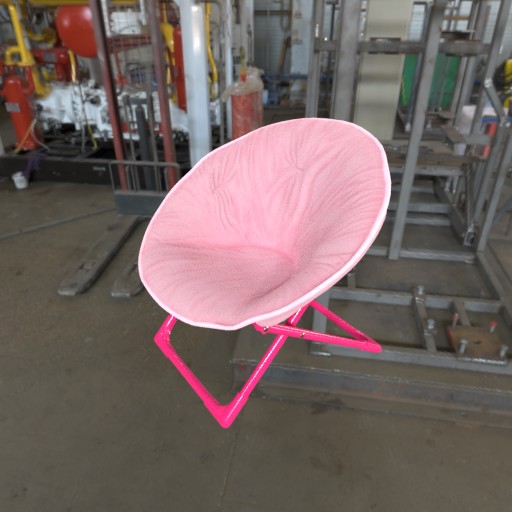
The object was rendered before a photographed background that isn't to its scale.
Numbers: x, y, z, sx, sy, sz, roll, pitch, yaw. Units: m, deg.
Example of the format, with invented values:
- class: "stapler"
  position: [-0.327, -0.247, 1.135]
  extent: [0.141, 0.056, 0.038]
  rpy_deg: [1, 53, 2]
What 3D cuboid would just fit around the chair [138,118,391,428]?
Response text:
- class: "chair"
  position: [0.000, 0.000, 0.925]
  extent: [0.459, 0.494, 0.522]
  rpy_deg: [-20, 36, -31]
